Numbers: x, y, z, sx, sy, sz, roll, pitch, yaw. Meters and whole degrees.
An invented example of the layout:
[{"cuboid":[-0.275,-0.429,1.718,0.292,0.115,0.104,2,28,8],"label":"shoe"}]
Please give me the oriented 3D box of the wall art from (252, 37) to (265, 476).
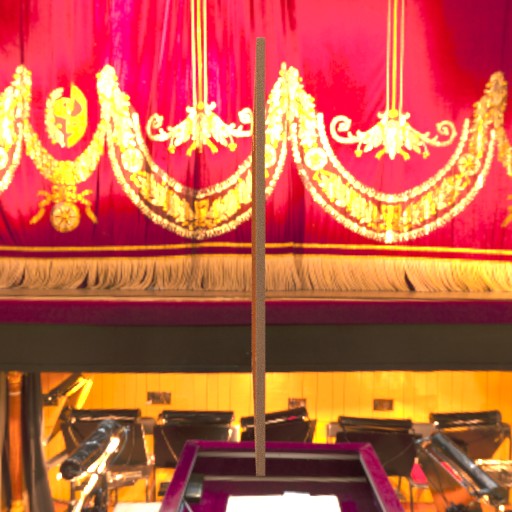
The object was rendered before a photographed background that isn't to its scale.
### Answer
[{"cuboid":[0.000,0.000,0.880,0.013,0.584,0.584,0,0,-1],"label":"wall art"}]
